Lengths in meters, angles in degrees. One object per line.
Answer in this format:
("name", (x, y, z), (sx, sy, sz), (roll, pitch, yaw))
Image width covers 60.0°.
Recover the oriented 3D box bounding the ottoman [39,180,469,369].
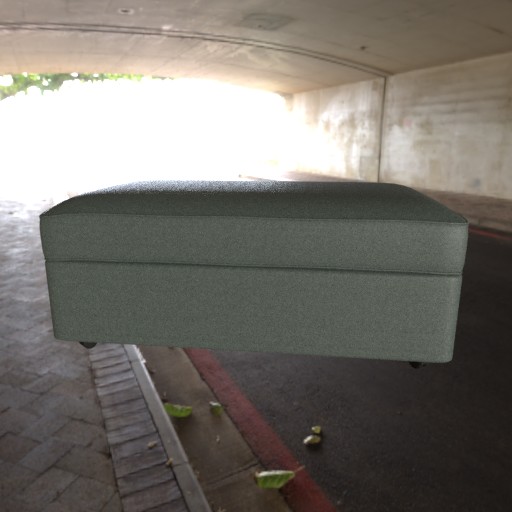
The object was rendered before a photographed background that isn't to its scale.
("ottoman", (0.000, 0.000, 1.534), (1.173, 0.494, 0.681), (2, 15, 7))
